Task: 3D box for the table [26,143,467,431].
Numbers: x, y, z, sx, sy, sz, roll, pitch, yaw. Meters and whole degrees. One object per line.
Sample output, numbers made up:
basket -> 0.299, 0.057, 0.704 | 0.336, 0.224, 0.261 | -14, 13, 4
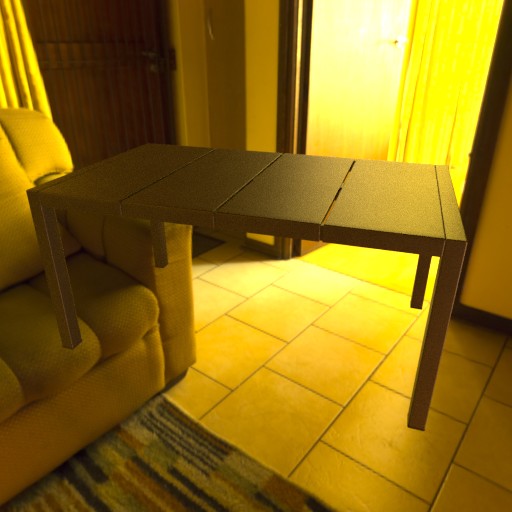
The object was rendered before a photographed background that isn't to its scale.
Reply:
table -> 0.000, 0.000, 1.251 | 0.965, 0.460, 0.559 | 8, 27, 16
